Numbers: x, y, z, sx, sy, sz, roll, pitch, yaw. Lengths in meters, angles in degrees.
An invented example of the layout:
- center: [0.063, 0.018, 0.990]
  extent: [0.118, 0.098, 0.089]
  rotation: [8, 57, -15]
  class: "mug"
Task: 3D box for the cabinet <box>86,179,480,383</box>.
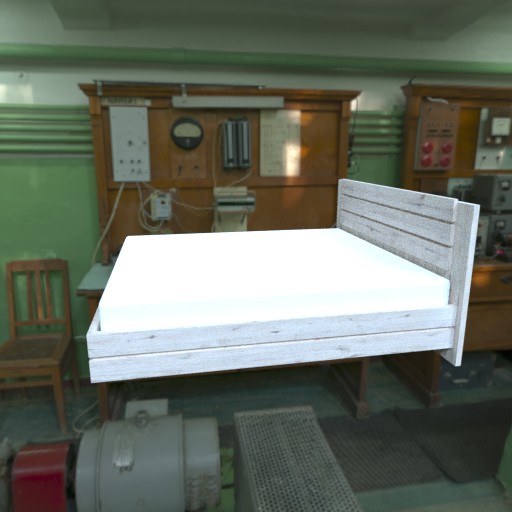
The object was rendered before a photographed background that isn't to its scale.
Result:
- center: [0.000, 0.000, 3.238]
  extent: [2.080, 0.970, 1.950]
  rotation: [-3, 14, -11]
  class: "cabinet"
